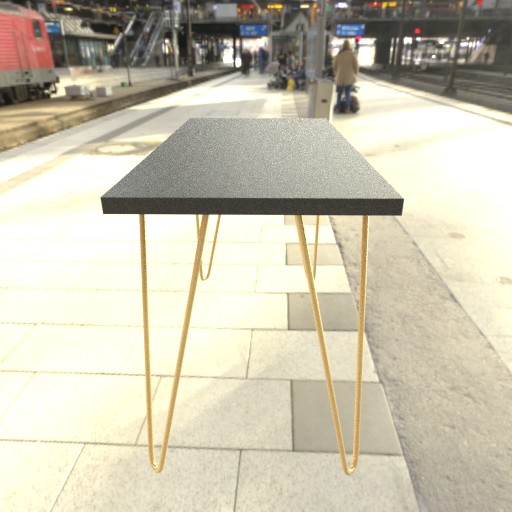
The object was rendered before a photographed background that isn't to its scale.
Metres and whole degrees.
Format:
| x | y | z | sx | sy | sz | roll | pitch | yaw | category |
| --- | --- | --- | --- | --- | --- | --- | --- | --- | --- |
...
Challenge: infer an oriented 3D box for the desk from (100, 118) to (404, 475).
| x | y | z | sx | sy | sz | roll | pitch | yaw | category |
| --- | --- | --- | --- | --- | --- | --- | --- | --- | --- |
| 0.000 | 0.000 | 1.314 | 0.499 | 0.660 | 0.991 | 0 | 25 | 1 | desk |
